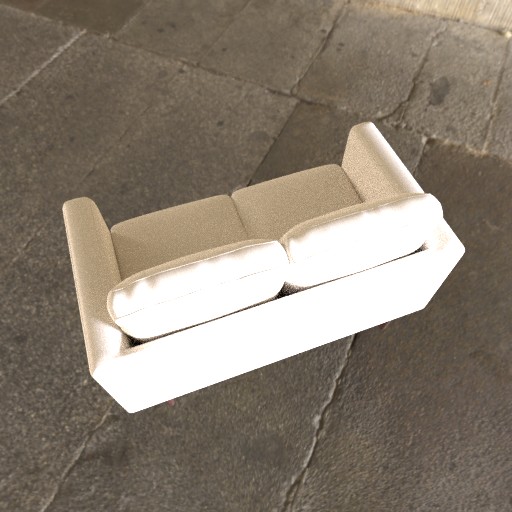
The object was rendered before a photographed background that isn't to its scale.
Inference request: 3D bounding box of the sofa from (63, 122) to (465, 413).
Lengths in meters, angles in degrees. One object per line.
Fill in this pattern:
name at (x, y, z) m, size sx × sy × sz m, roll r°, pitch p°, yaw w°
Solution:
sofa at (0.000, 0.000, 1.949) m, size 1.430 × 0.908 × 0.796 m, roll -17°, pitch 59°, yaw -11°
